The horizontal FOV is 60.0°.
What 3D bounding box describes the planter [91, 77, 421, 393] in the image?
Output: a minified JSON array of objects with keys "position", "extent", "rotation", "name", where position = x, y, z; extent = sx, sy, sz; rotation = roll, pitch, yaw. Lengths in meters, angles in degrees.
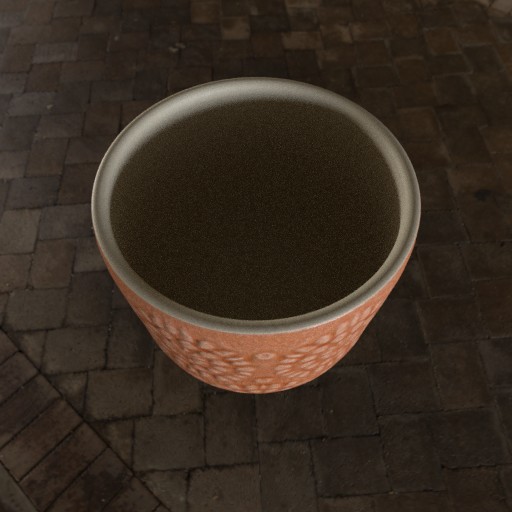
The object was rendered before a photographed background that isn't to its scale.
[{"position":[0.000,0.000,0.213],"extent":[0.124,0.109,0.124],"rotation":[0,59,0],"name":"planter"}]
